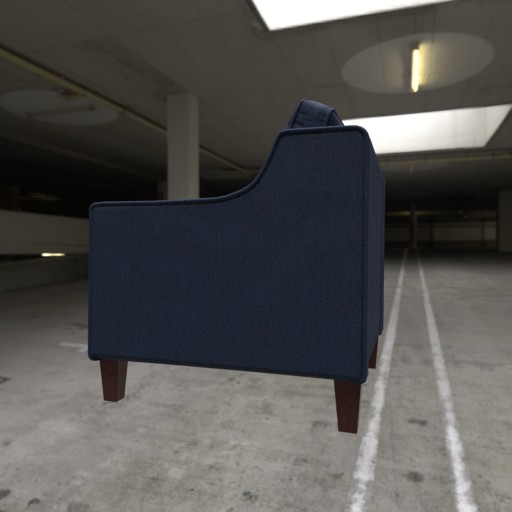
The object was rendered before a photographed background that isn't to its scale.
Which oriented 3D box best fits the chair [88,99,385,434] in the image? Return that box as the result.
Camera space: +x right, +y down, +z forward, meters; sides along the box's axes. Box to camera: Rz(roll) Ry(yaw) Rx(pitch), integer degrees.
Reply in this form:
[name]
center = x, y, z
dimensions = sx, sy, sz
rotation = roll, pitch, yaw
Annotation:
[chair]
center = 0.000, 0.000, 1.693
dimensions = 0.909, 0.960, 0.831
rotation = 0, 1, 19
